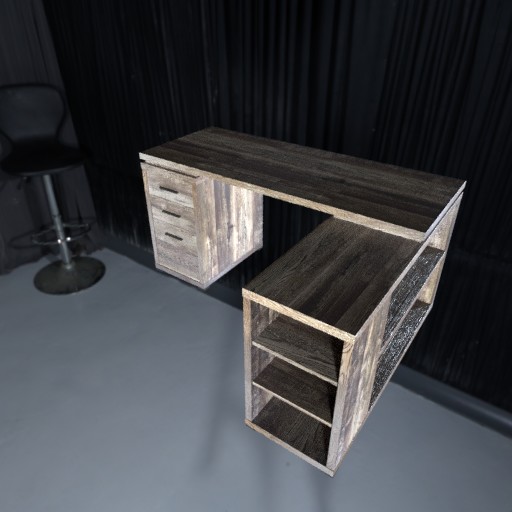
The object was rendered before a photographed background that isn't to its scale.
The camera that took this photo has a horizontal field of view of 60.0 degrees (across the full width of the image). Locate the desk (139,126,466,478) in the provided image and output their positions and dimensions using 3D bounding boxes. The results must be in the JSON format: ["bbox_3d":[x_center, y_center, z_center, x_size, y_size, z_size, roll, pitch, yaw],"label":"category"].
[{"bbox_3d":[0.000,0.000,2.199,1.524,0.753,1.200,21,38,29],"label":"desk"}]
